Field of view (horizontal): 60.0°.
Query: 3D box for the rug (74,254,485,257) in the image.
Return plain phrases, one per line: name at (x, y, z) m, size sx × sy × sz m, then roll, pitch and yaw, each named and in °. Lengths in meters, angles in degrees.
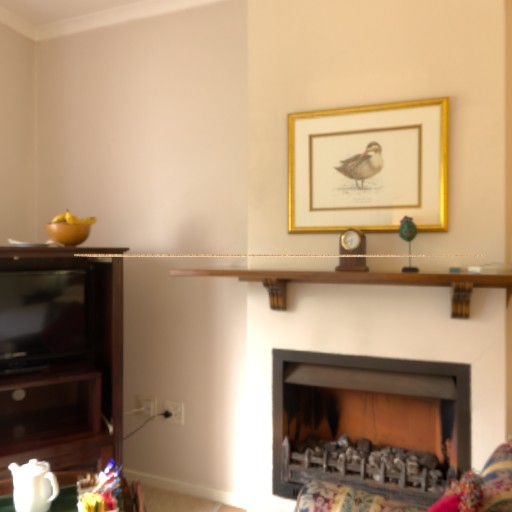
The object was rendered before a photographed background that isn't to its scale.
rug at (0.000, 0.000, 4.203) m, size 3.037 × 0.010 × 2.453 m, roll 0°, pitch 0°, yaw -18°
